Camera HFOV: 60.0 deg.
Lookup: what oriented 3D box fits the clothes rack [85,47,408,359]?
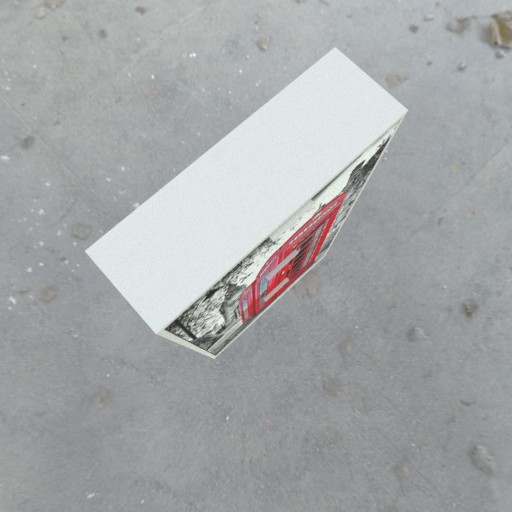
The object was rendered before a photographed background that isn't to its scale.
[{"bbox_3d":[0.000,0.000,1.591,0.750,1.280,0.250,-42,79,-10],"label":"clothes rack"}]
